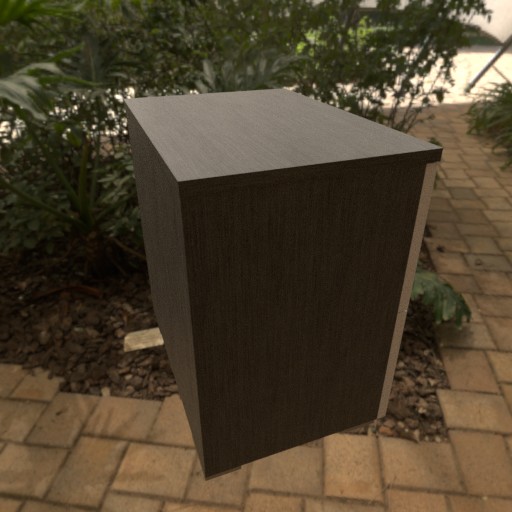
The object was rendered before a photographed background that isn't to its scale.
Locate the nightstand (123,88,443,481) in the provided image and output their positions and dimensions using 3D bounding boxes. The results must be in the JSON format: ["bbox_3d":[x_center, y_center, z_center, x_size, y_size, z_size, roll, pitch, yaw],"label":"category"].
[{"bbox_3d":[0.000,0.000,0.756,0.325,0.460,0.441,-11,31,-18],"label":"nightstand"}]
